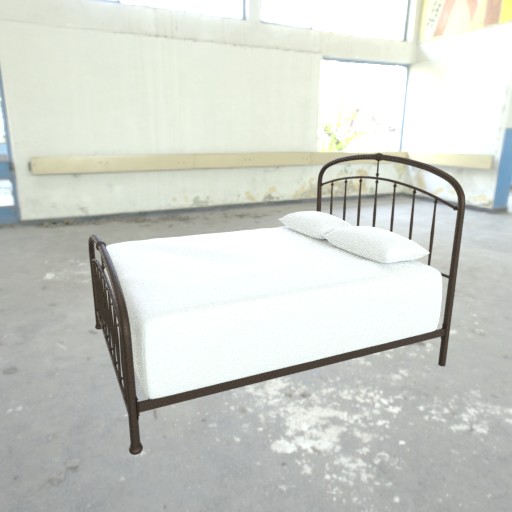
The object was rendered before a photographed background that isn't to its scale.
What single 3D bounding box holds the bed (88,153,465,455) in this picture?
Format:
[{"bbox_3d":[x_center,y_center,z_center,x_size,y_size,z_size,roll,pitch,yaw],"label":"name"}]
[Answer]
[{"bbox_3d":[0.000,0.000,3.218,2.180,1.425,1.711,-7,17,-24],"label":"bed"}]
